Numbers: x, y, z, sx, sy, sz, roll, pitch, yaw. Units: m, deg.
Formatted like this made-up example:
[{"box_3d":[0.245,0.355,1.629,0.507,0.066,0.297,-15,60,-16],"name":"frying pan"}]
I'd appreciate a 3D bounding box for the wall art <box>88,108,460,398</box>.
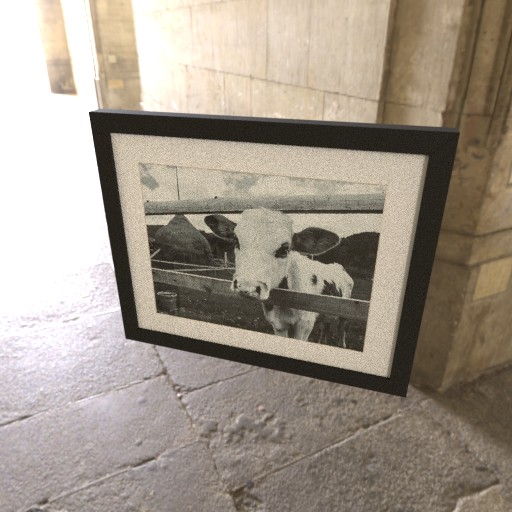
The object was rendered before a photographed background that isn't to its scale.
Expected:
[{"box_3d":[0.000,0.000,0.549,0.404,0.329,0.024,8,28,15],"name":"wall art"}]
